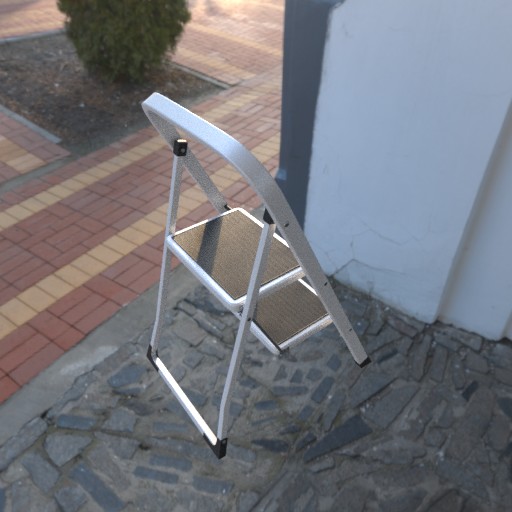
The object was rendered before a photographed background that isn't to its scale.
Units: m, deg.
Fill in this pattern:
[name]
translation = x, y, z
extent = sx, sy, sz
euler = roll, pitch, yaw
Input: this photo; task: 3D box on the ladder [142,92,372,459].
[ladder]
translation = 0.000, 0.000, 1.120
extent = 0.544, 0.810, 0.460
euler = -26, 46, -28
